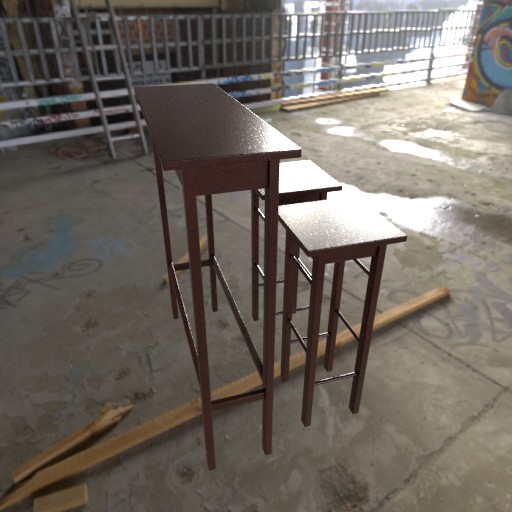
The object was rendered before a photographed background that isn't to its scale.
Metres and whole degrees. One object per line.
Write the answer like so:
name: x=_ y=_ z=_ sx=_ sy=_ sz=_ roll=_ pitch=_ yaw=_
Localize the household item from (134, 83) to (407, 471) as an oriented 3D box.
household item: x=0.000 y=0.000 z=1.633 sx=0.676 sy=1.067 sz=0.914 roll=-9 pitch=31 yaw=-15
